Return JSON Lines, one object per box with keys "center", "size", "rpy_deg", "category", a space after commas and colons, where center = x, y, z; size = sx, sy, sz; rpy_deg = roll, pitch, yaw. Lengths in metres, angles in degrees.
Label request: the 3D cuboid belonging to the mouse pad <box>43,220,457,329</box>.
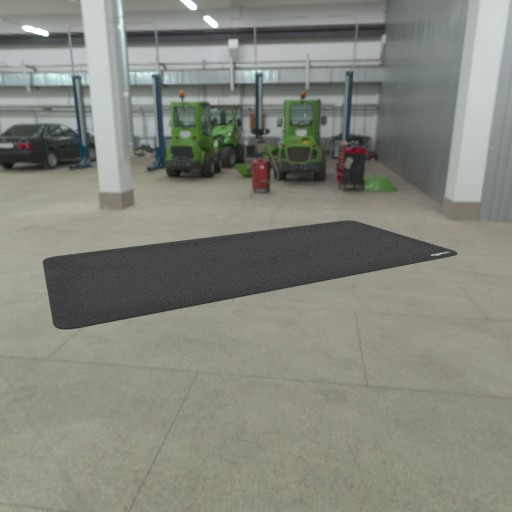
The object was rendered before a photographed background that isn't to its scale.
{"center": [0.000, 0.000, 1.053], "size": [0.907, 0.003, 0.424], "rpy_deg": [-9, 19, -26], "category": "mouse pad"}
